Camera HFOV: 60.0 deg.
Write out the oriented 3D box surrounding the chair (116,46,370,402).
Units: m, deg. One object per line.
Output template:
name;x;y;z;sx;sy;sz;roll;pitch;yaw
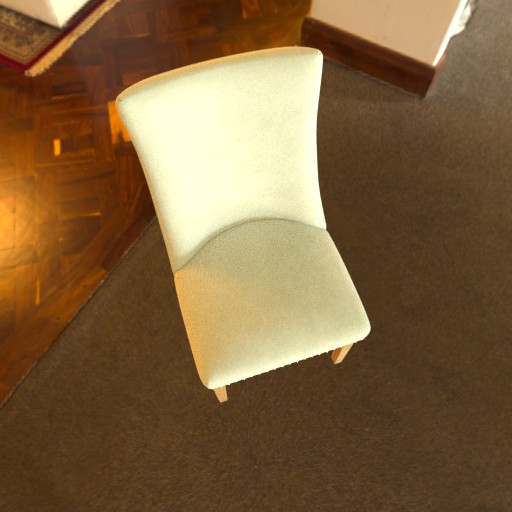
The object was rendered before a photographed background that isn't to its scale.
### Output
chair;0.000;0.000;1.271;0.495;0.902;0.610;-16;66;-8
